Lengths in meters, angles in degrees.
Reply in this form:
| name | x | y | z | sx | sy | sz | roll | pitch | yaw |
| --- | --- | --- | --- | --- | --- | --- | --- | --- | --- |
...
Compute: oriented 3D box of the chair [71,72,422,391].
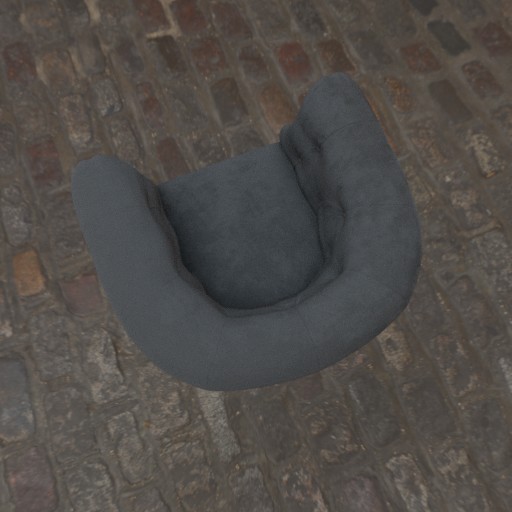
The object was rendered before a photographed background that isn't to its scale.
| name | x | y | z | sx | sy | sz | roll | pitch | yaw |
| --- | --- | --- | --- | --- | --- | --- | --- | --- | --- |
| chair | 0.000 | 0.000 | 1.534 | 0.904 | 0.826 | 0.851 | -21 | 75 | -6 |
